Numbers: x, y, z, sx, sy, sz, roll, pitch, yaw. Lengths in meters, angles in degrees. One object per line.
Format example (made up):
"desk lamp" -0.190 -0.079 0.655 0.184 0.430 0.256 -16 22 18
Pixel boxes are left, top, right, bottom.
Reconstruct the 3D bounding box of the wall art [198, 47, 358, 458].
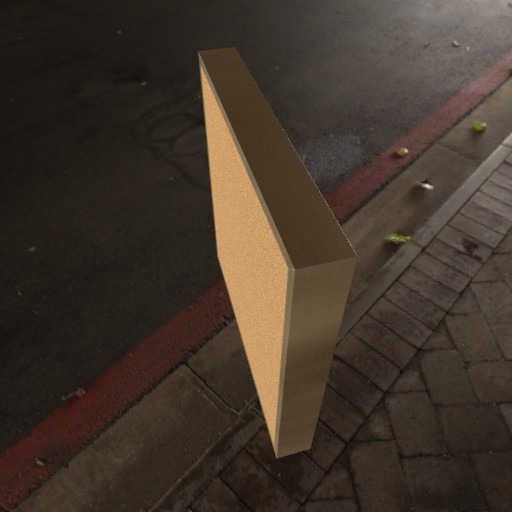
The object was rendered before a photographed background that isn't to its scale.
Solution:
"wall art" 0.000 0.000 0.462 0.038 0.303 0.305 -11 48 -10
